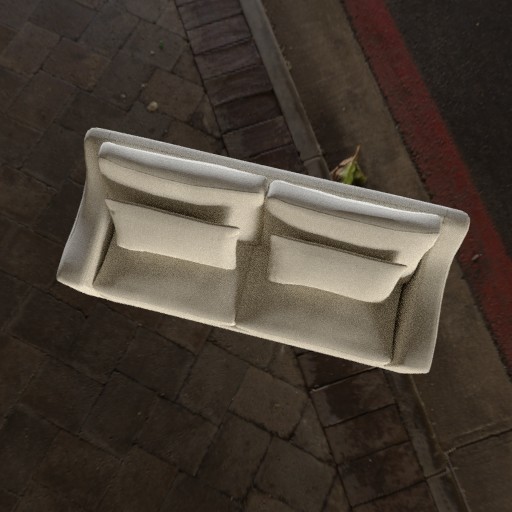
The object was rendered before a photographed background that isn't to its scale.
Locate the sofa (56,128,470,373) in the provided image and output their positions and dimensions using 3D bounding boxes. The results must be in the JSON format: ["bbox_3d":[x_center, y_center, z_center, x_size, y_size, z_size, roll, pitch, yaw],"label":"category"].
[{"bbox_3d":[0.000,0.000,2.992,2.470,1.022,1.009,14,76,3],"label":"sofa"}]
